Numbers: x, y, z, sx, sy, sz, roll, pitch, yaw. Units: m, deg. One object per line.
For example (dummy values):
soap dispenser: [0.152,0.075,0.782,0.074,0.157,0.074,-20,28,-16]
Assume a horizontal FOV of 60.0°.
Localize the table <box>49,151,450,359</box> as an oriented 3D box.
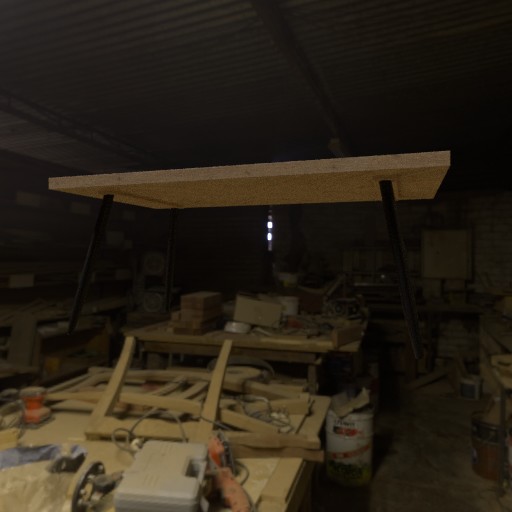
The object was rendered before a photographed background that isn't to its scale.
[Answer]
table: [0.000,0.000,2.351,1.803,0.762,0.991,0,0,19]
